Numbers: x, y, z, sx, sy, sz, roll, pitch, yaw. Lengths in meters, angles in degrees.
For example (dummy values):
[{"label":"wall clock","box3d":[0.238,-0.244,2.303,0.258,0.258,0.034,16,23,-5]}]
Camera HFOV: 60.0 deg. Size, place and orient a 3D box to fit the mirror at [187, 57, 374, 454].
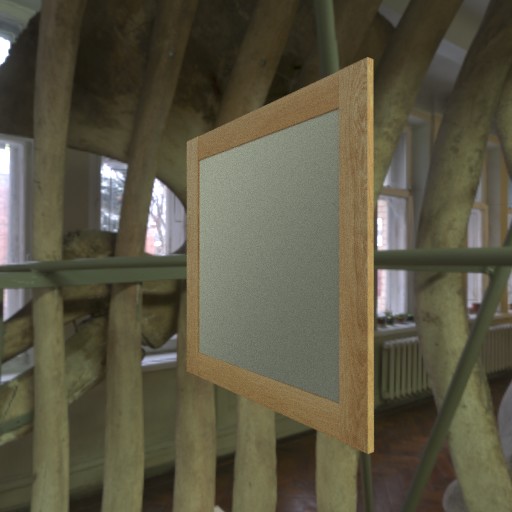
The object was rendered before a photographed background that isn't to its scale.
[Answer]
[{"label":"mirror","box3d":[0.000,0.000,1.223,0.020,0.800,0.800,0,0,-36]}]
